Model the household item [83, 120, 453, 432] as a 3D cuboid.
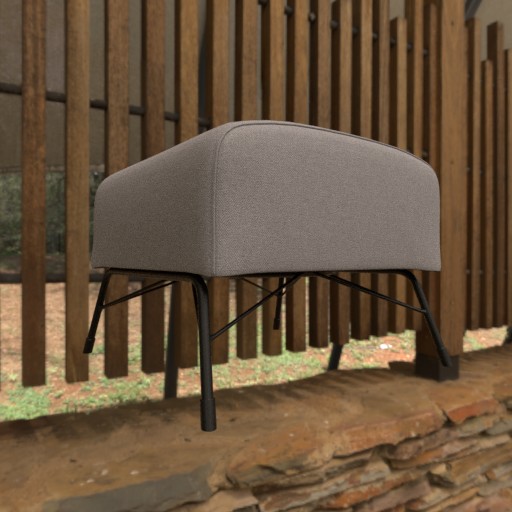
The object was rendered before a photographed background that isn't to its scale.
[{"bbox_3d":[0.000,0.000,0.883,0.530,0.410,0.530,0,0,-36],"label":"household item"}]
